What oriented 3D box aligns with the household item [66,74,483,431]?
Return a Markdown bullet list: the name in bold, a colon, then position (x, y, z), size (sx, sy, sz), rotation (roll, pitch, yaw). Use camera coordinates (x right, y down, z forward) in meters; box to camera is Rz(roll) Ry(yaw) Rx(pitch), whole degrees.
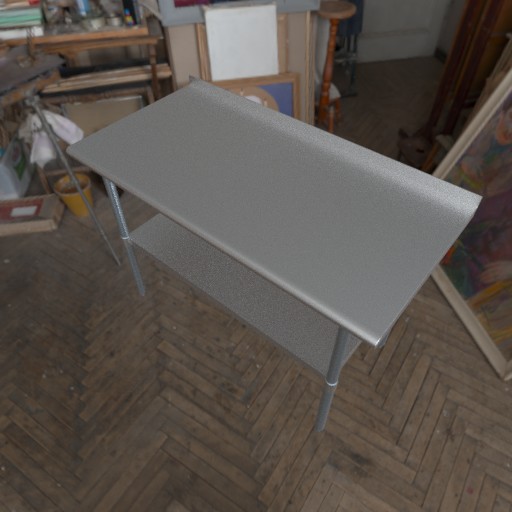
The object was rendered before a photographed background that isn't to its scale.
- **household item**: position (0.000, 0.000, 1.715), size (1.219, 0.851, 0.610), rotation (31, 55, 26)
